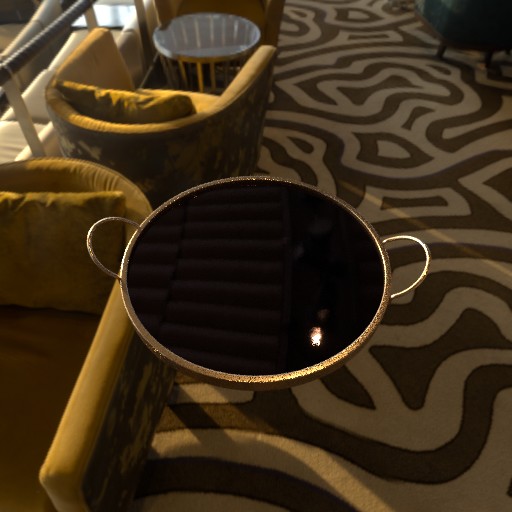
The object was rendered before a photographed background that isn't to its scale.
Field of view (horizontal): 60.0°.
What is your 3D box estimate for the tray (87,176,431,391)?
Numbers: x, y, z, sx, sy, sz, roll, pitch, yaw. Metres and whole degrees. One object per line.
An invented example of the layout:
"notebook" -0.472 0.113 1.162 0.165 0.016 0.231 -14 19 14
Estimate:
"tray" 0.000 0.000 0.726 0.543 0.069 0.438 4 48 4
